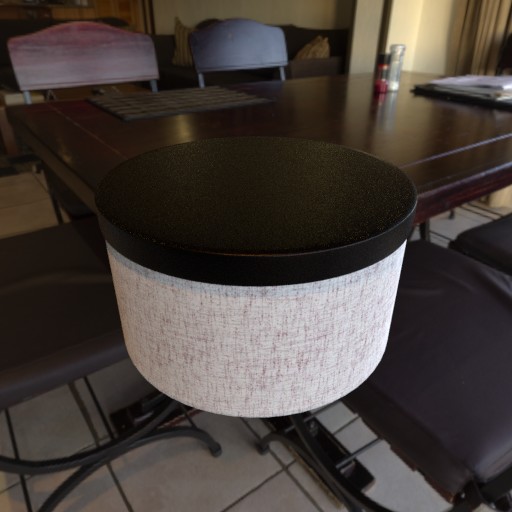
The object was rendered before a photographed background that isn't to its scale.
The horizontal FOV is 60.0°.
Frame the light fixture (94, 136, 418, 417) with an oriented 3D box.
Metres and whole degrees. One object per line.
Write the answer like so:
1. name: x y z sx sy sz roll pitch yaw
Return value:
1. light fixture: 0.000 0.000 0.615 0.389 0.229 0.389 0 30 0
